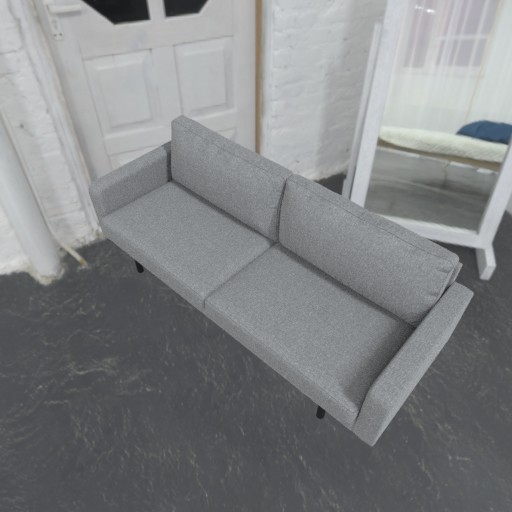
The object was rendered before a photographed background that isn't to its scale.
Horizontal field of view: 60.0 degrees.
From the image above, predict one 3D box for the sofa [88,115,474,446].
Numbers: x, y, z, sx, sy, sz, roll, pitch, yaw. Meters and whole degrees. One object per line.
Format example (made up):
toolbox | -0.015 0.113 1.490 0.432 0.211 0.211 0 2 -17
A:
sofa | 0.000 0.000 2.645 2.200 0.880 0.880 33 55 28
